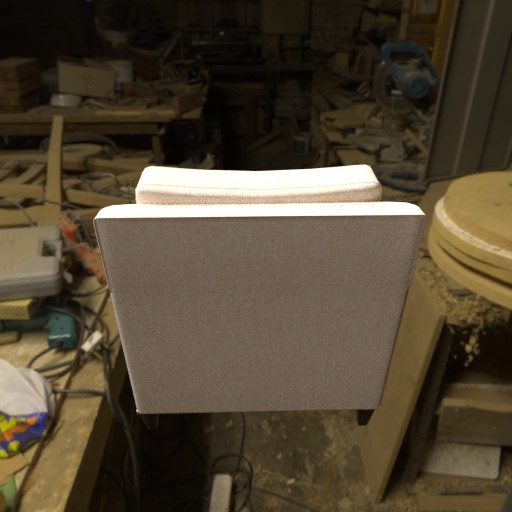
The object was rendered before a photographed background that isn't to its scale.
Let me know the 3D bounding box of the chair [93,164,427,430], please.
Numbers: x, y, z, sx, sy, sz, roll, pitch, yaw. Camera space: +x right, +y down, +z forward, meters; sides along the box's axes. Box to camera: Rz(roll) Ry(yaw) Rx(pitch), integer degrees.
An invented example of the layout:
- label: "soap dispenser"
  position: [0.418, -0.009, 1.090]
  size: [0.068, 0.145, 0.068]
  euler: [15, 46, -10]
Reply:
- label: "chair"
  position: [0.000, 0.000, 1.744]
  size: [0.838, 0.940, 1.041]
  euler: [-1, 29, -1]
